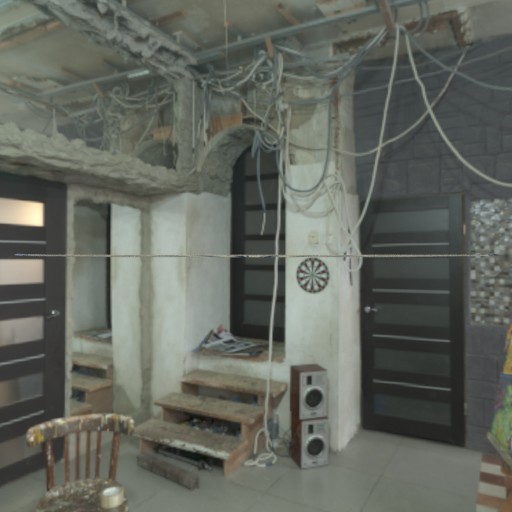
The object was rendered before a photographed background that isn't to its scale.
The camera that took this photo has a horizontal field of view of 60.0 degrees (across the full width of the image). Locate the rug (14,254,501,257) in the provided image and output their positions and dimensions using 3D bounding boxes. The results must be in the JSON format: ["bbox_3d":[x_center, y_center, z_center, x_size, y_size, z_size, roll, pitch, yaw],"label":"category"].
[{"bbox_3d":[0.000,0.000,2.510,2.108,0.009,1.248,0,0,0],"label":"rug"}]
